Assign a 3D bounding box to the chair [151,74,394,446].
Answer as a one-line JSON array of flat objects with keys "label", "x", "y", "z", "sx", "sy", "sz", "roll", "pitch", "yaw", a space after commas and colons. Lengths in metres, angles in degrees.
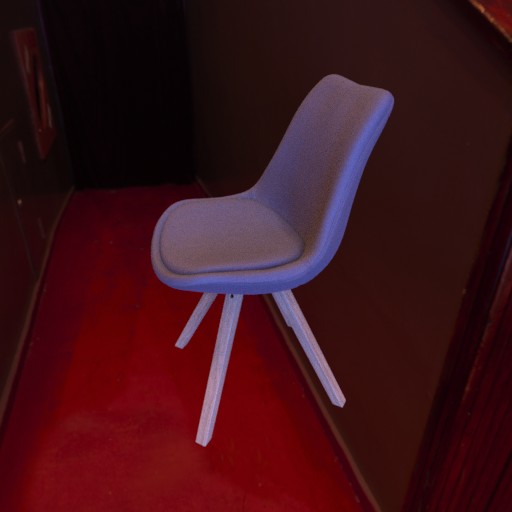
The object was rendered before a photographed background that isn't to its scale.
[{"label": "chair", "x": 0.000, "y": 0.000, "z": 1.197, "sx": 0.547, "sy": 0.865, "sz": 0.483, "roll": -9, "pitch": 31, "yaw": -15}]
